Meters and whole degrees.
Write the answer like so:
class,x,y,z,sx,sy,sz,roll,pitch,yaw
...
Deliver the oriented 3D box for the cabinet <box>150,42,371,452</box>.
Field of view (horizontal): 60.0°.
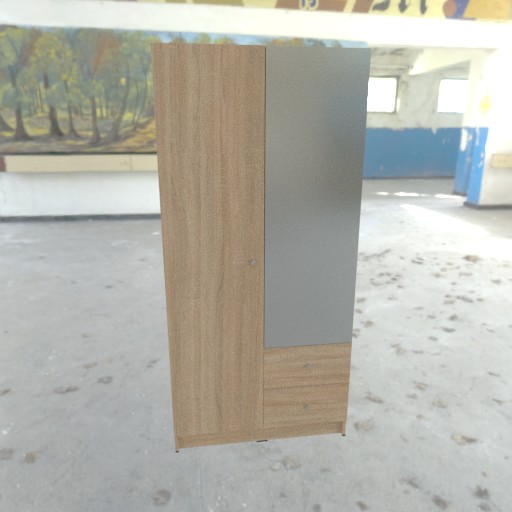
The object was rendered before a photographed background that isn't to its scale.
class,x,y,z,sx,sy,sz,roll,pitch,yaw
cabinet,0.000,0.000,2.539,1.001,2.121,0.590,-2,16,-8
